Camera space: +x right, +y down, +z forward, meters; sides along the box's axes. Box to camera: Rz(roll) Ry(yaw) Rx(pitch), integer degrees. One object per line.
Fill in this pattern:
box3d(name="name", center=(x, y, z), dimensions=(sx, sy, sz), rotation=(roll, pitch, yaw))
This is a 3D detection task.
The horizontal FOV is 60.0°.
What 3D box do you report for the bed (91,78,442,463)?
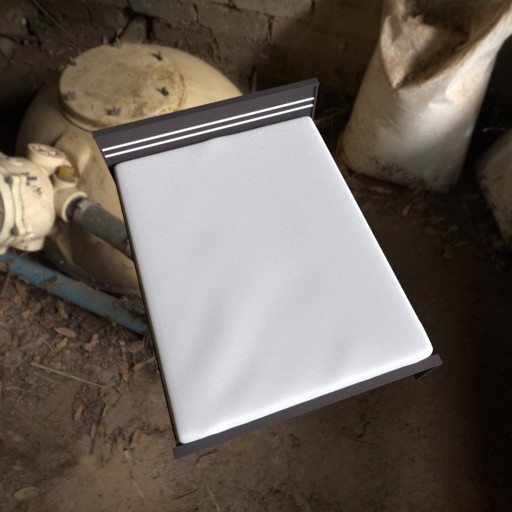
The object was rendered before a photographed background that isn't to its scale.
box3d(name="bed", center=(0.000, 0.000, 3.004), dimensions=(1.634, 0.808, 2.103), rotation=(-17, 64, -9))
